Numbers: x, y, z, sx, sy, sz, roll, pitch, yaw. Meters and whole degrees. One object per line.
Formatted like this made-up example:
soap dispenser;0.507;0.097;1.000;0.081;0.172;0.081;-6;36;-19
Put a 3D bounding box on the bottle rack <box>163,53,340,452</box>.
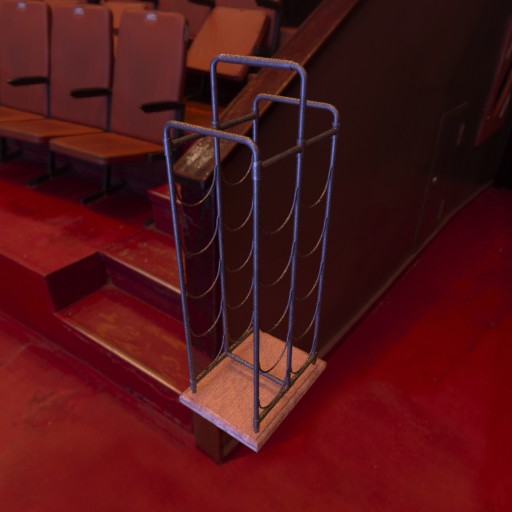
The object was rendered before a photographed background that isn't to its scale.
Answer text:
bottle rack;0.000;0.000;0.822;0.208;0.680;0.276;21;38;30
